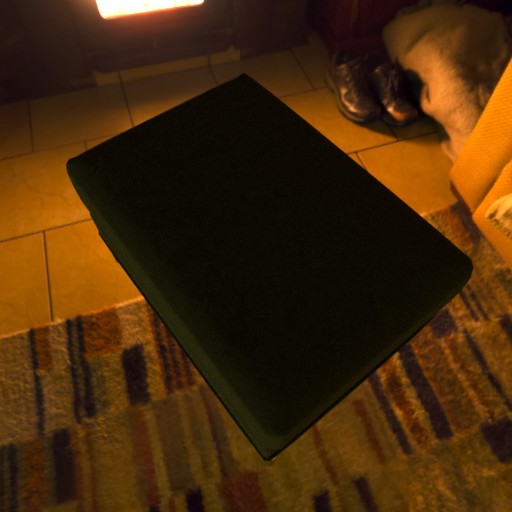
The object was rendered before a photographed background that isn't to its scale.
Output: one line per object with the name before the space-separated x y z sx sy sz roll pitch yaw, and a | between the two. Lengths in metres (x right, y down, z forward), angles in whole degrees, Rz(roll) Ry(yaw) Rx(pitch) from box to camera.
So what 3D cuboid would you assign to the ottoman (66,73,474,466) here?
ottoman | 0.000 0.000 1.191 0.587 0.498 0.835 -34 64 -19
